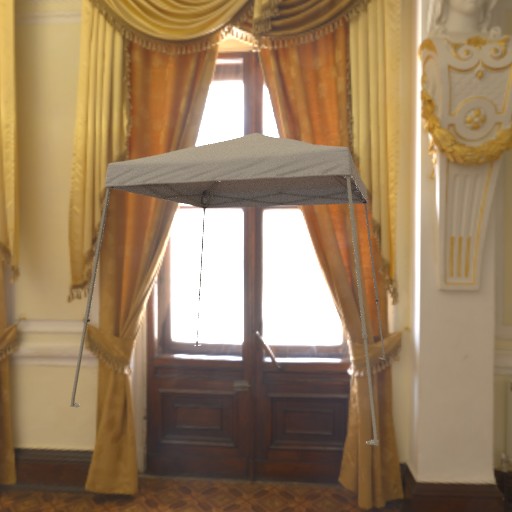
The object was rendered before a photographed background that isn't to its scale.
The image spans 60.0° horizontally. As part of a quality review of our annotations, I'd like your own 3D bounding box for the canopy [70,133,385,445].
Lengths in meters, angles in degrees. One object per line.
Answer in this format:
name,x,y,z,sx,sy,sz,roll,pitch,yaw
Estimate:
canopy,0.000,0.000,6.512,3.600,3.600,3.599,0,1,17
